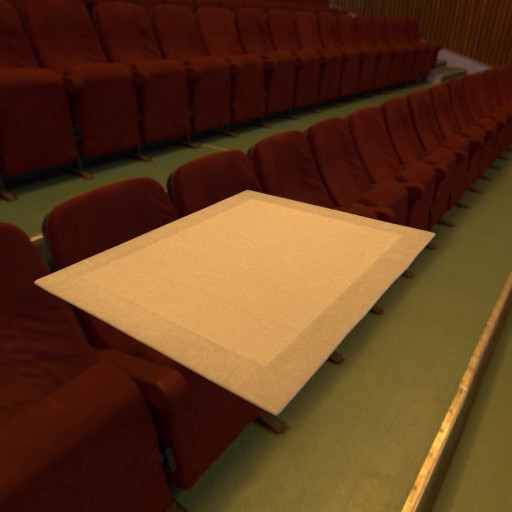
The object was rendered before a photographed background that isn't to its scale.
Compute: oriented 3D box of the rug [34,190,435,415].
[{"bbox_3d":[0.000,0.000,4.102,2.430,0.018,2.976,18,32,31],"label":"rug"}]
